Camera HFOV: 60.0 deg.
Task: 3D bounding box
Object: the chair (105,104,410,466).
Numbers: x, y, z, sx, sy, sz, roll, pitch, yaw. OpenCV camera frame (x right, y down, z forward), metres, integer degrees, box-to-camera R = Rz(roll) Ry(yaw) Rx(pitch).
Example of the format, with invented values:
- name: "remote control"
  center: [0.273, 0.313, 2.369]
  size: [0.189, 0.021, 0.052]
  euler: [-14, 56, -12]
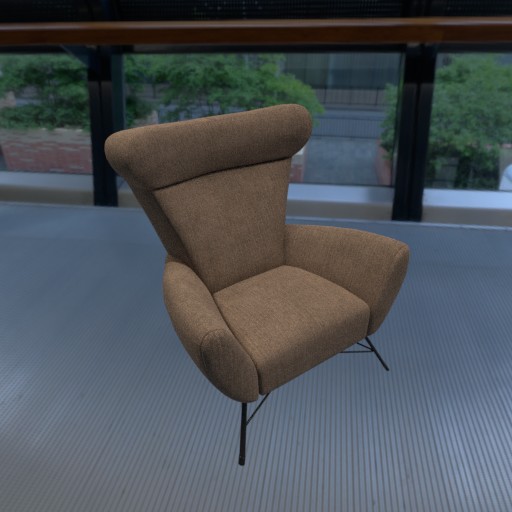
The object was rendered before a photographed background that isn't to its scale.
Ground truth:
- name: "chair"
  center: [0.000, 0.000, 1.828]
  size: [0.980, 1.040, 0.900]
  euler: [-20, 35, -31]
